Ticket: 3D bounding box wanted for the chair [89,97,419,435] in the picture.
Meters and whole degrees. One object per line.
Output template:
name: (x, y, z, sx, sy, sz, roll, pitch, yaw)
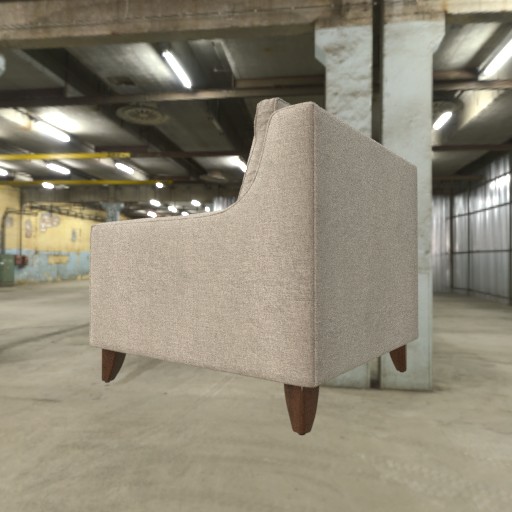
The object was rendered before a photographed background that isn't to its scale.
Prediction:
chair: (0.000, 0.000, 1.596, 0.918, 0.864, 0.838, -1, -1, 36)
